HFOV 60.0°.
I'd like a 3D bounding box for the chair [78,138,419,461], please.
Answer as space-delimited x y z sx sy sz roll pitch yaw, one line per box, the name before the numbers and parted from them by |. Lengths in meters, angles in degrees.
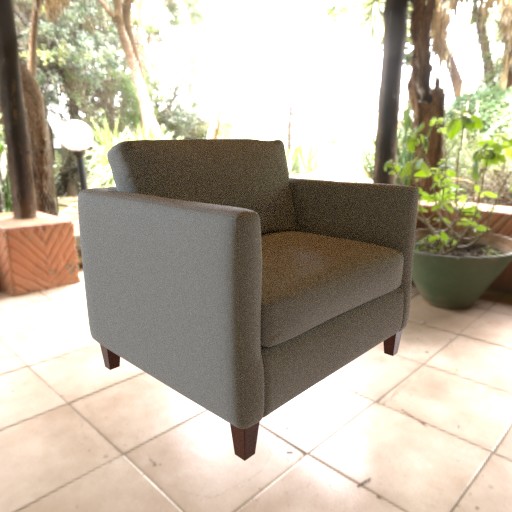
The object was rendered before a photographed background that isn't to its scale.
chair | 0.000 0.000 1.862 0.953 0.961 1.107 13 19 42
